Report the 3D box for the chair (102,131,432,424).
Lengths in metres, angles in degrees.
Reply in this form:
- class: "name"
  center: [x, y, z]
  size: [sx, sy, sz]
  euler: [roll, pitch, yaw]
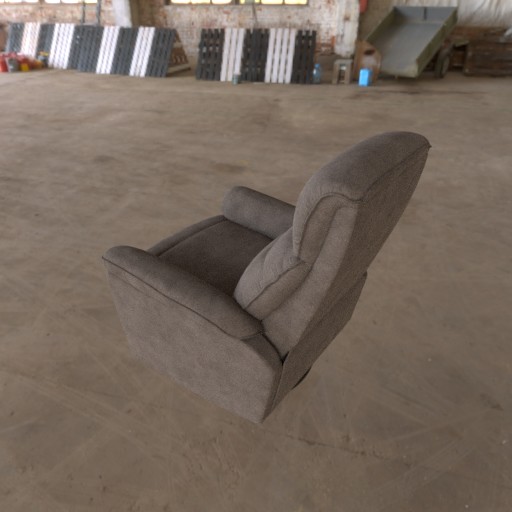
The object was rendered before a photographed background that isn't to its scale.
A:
- class: "chair"
  center: [0.000, 0.000, 1.713]
  size: [1.009, 1.036, 0.830]
  euler: [21, 37, 30]
